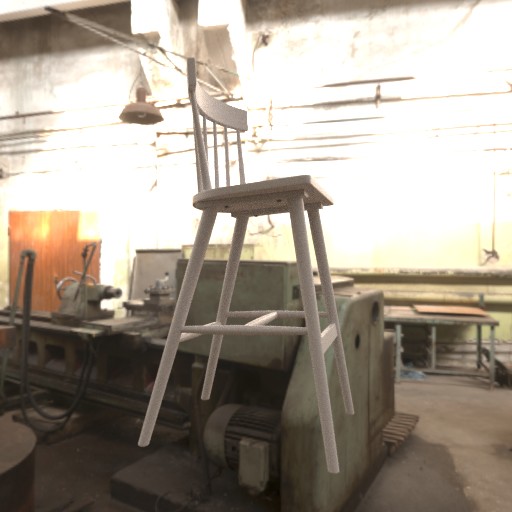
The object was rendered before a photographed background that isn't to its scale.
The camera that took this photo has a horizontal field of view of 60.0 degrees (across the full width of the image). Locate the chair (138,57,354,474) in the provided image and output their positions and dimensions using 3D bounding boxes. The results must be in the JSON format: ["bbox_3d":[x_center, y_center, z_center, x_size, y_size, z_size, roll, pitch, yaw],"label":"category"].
[{"bbox_3d":[0.000,0.000,1.404,0.572,1.092,0.483,0,0,17],"label":"chair"}]
